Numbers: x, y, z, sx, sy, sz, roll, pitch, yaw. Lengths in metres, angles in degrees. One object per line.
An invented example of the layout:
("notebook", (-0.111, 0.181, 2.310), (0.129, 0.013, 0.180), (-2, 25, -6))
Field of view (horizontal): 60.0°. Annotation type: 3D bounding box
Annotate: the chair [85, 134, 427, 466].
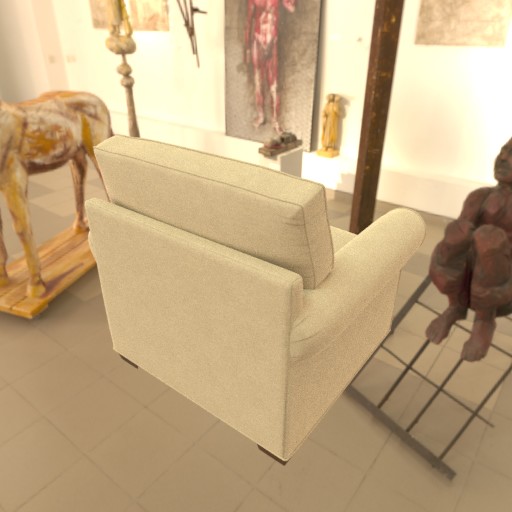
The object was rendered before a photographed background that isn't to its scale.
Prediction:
("chair", (0.000, 0.000, 1.747), (1.040, 0.955, 0.863), (21, 35, 32))
